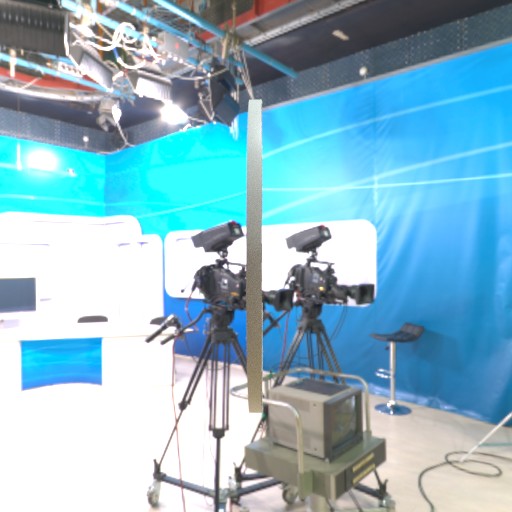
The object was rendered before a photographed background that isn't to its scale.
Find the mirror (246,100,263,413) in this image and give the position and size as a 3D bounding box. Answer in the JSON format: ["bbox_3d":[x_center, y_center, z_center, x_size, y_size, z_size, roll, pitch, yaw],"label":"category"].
[{"bbox_3d":[0.000,0.000,1.373,0.038,0.914,0.914,0,0,0],"label":"mirror"}]
